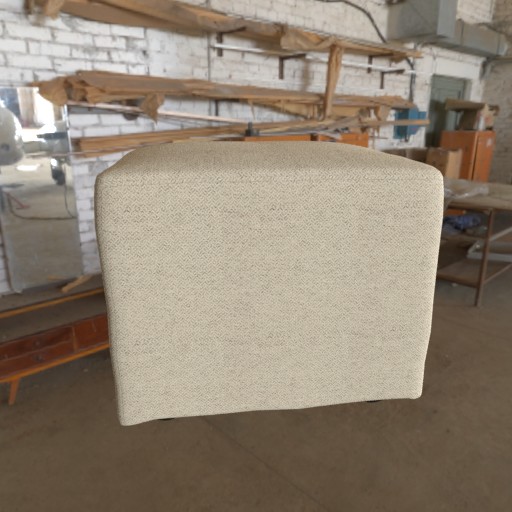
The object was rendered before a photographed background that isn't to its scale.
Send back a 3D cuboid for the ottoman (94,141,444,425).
[{"bbox_3d":[0.000,0.000,0.910,0.521,0.453,0.512,-2,17,-7],"label":"ottoman"}]
